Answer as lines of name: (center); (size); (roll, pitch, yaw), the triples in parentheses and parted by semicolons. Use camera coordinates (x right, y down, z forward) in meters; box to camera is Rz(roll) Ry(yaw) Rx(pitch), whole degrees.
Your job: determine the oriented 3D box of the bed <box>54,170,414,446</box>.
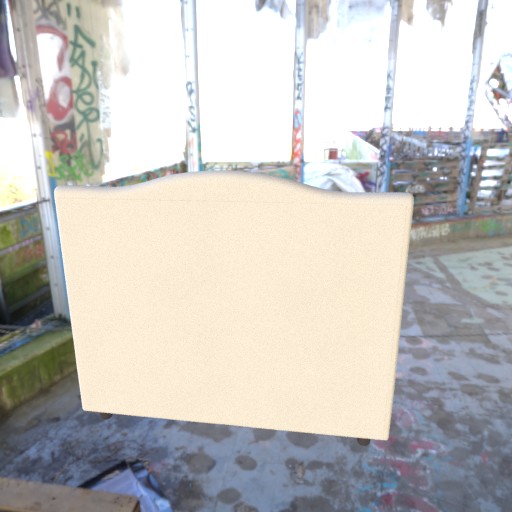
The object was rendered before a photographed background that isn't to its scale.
bed: (0.000, 0.000, 3.136); (1.678, 1.398, 2.052); (2, 17, 8)
